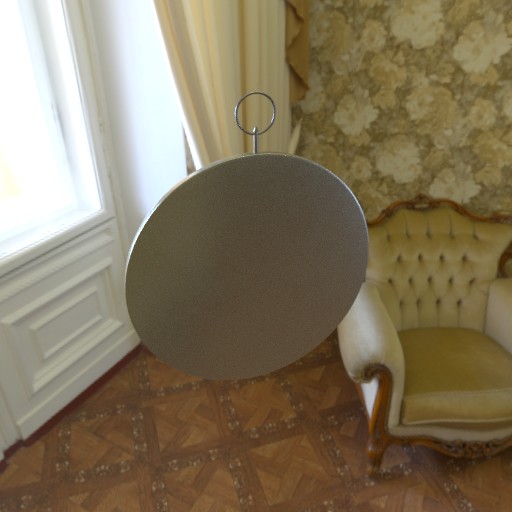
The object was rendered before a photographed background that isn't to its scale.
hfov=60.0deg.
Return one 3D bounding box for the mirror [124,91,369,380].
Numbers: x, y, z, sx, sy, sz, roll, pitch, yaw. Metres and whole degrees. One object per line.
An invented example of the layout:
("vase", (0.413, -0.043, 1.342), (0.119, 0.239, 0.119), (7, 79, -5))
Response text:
("mirror", (0.000, 0.000, 1.014), (0.594, 0.713, 0.020), (-9, 29, -17))
